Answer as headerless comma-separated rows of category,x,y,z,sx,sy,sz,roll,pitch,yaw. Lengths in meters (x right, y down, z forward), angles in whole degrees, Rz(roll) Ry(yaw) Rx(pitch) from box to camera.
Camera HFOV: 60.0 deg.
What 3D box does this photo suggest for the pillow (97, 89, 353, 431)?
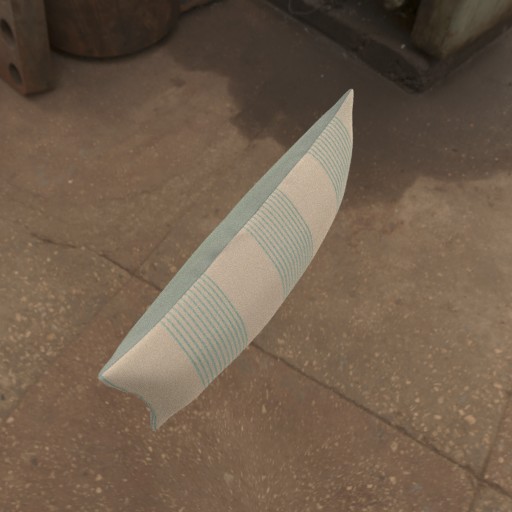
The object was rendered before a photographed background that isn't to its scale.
pillow,0.000,0.000,0.744,0.151,0.287,0.610,30,63,17
